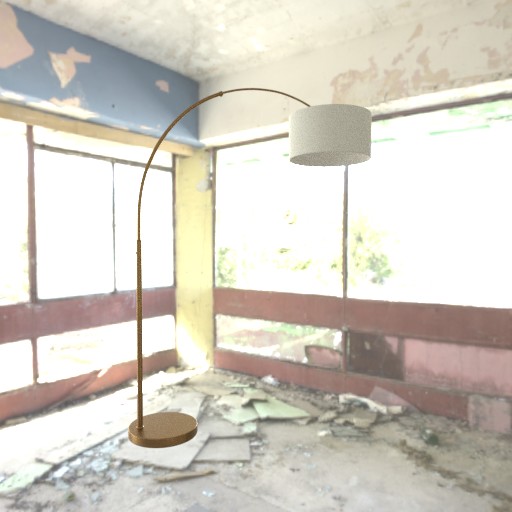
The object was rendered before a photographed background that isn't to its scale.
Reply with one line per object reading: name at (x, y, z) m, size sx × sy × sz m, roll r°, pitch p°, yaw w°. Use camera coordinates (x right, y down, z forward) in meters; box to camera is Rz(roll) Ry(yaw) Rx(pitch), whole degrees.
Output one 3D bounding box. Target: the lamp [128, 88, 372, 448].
lamp at (0.000, 0.000, 2.563) m, size 1.434 × 1.927 × 0.493 m, roll 0°, pitch 1°, yaw -18°
